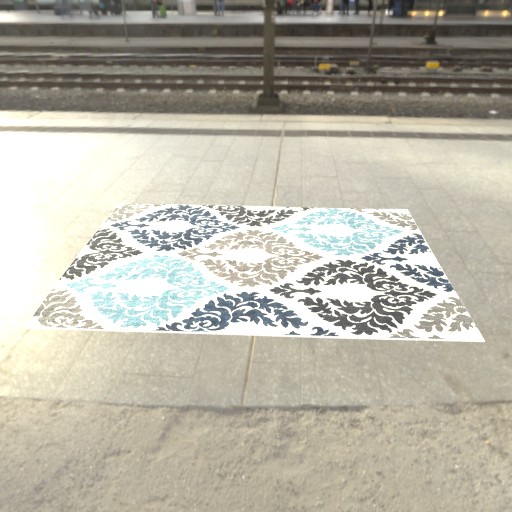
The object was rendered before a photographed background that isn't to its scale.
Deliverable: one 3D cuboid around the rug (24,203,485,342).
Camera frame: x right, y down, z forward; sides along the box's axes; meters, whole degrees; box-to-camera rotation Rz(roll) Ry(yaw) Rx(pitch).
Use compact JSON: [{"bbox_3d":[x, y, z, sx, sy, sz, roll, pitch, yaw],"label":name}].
[{"bbox_3d":[0.000,0.000,2.821,2.275,0.014,1.514,1,31,2],"label":"rug"}]
